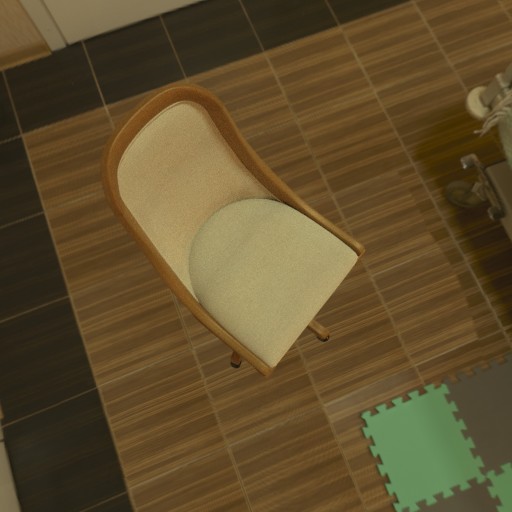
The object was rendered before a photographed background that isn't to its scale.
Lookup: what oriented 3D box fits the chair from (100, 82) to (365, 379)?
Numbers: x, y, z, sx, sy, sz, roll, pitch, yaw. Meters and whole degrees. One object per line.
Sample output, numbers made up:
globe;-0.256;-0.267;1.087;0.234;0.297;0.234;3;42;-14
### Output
chair;0.000;0.000;1.533;0.811;1.009;0.702;38;79;9
